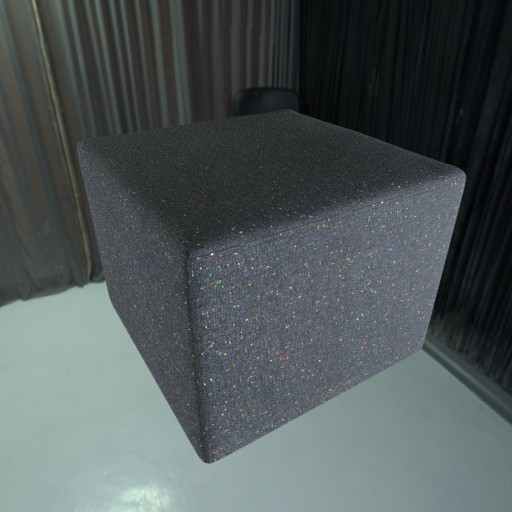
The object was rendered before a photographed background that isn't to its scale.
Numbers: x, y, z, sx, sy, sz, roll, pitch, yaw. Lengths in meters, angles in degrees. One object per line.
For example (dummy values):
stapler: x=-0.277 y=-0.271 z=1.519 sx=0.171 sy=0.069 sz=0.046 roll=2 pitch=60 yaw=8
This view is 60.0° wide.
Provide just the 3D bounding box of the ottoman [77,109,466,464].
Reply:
ottoman: x=0.000 y=0.000 z=0.866 sx=0.508 sy=0.432 sz=0.508 roll=-18 pitch=36 yaw=-27
